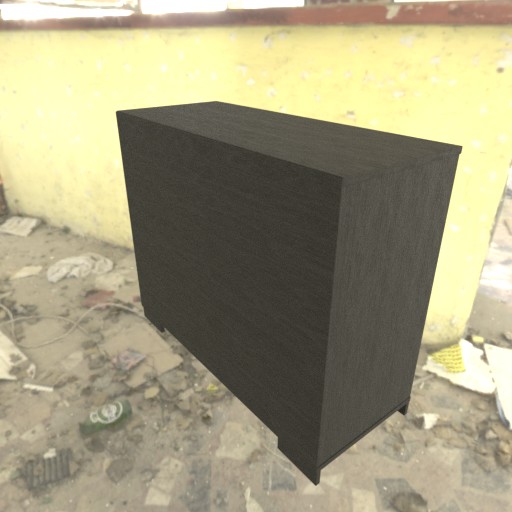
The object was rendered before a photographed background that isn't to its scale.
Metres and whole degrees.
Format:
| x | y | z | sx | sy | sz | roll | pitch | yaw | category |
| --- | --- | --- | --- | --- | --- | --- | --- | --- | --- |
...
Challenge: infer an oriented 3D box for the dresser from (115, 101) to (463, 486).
| x | y | z | sx | sy | sz | roll | pitch | yaw | category |
| --- | --- | --- | --- | --- | --- | --- | --- | --- | --- |
| 0.000 | 0.000 | 1.417 | 0.404 | 0.816 | 0.994 | -19 | 32 | -34 | dresser |
